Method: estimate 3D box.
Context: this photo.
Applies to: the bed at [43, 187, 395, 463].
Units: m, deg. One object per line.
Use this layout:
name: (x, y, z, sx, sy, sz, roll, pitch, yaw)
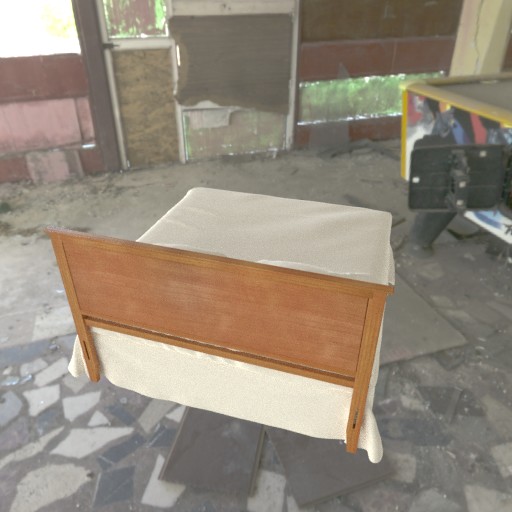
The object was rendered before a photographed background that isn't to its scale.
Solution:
bed: (0.000, 0.000, 3.560, 2.317, 1.270, 2.215, 10, 33, 15)
